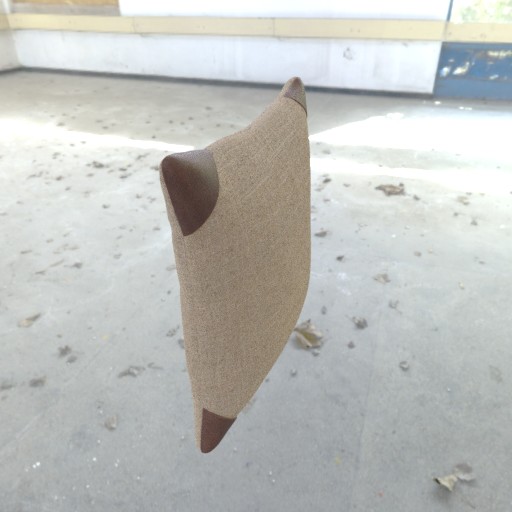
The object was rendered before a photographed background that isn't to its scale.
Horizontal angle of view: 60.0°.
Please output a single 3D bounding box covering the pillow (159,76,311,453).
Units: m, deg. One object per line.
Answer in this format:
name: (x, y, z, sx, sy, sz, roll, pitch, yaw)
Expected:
pillow: (0.000, 0.000, 0.675, 0.147, 0.448, 0.437, 10, 33, 16)
